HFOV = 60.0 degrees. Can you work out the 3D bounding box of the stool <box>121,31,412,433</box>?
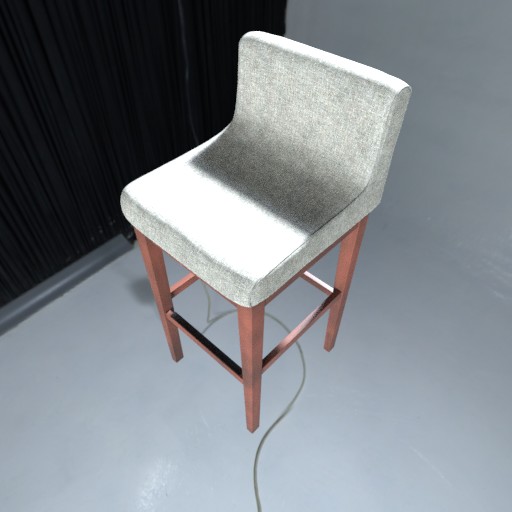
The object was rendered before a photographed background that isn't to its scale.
[{"bbox_3d":[0.000,0.000,1.204,0.426,0.965,0.499,34,55,28],"label":"stool"}]
